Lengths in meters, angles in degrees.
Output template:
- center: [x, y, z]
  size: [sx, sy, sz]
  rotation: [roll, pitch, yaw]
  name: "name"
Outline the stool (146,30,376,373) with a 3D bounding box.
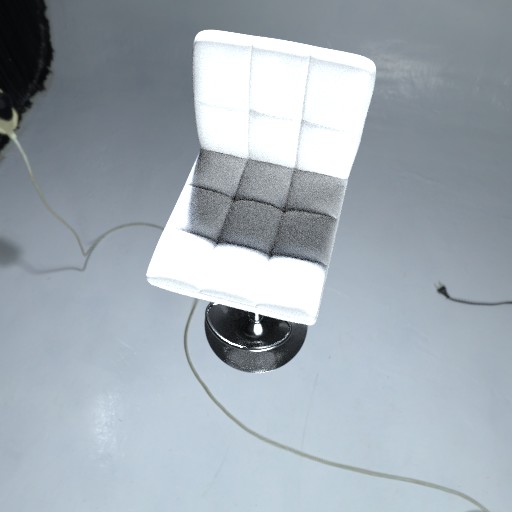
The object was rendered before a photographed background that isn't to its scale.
- center: [0.000, 0.000, 1.343]
  size: [0.430, 1.115, 0.505]
  rotation: [13, 62, 7]
  name: "stool"
